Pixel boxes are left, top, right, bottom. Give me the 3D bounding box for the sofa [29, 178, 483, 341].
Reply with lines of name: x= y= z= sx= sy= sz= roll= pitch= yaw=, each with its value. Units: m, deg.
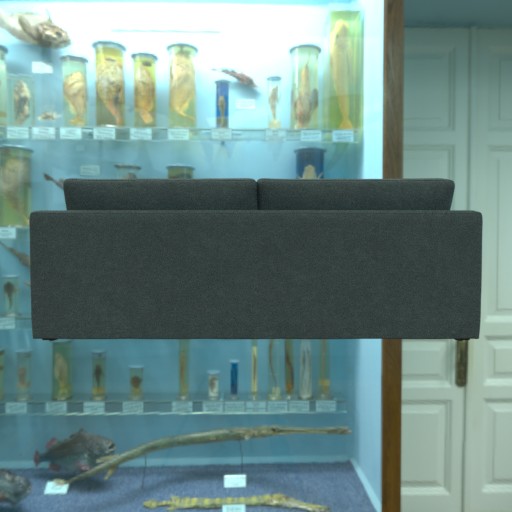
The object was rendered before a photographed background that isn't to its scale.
sofa: x=0.000 y=0.000 z=2.714 sx=2.257 sy=0.838 sz=1.092 roll=0 pitch=1 yaw=0
